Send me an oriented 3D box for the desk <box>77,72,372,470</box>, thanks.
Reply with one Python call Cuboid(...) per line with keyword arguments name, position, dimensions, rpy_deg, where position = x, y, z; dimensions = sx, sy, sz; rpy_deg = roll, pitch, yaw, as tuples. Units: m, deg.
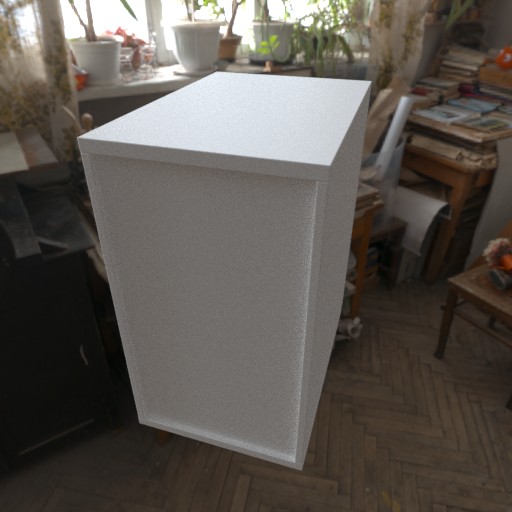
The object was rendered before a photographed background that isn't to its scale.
Cuboid(name="desk", position=(0.000, 0.000, 1.087), dimensions=(0.404, 0.730, 0.600), rpy_deg=(10, 34, 15))
